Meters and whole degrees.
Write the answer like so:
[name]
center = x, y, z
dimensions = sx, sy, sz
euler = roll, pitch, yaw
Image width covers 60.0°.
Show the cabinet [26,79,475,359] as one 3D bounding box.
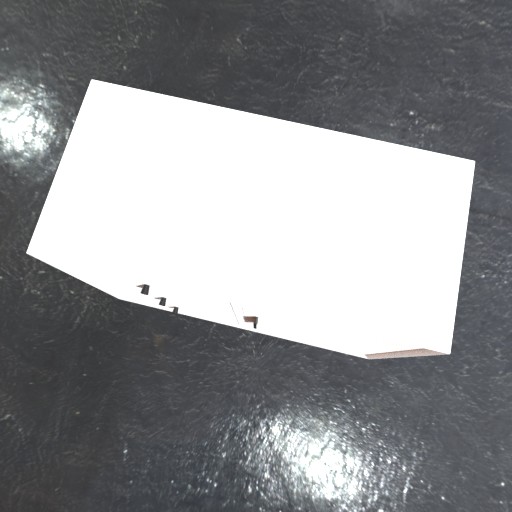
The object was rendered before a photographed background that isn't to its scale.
[cabinet]
center = 0.000, 0.000, 1.224
dimensions = 0.800, 0.761, 0.398
euler = 13, 76, 3
